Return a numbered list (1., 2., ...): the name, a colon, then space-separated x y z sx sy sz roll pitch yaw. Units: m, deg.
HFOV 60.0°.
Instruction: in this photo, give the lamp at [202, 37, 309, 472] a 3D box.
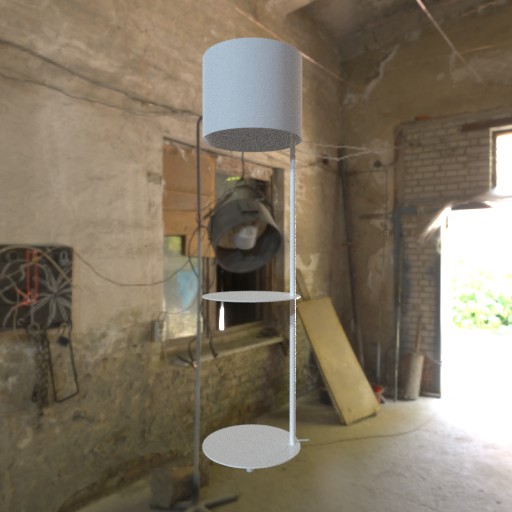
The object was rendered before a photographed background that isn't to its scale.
1. lamp: 0.000 0.000 1.676 0.405 1.465 0.372 0 1 0
